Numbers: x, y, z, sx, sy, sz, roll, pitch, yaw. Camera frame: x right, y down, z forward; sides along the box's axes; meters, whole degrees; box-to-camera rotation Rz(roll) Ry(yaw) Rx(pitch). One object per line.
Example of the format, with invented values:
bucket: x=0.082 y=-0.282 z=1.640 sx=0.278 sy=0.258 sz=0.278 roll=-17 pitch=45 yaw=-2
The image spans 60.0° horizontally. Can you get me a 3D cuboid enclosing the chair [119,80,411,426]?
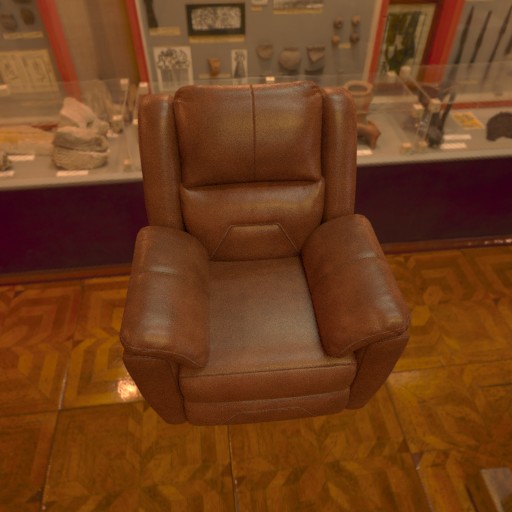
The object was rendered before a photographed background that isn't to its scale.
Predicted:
chair: x=0.000 y=0.000 z=1.830 sx=0.990 sy=1.093 sz=1.041 roll=-4 pitch=46 yaw=-3
